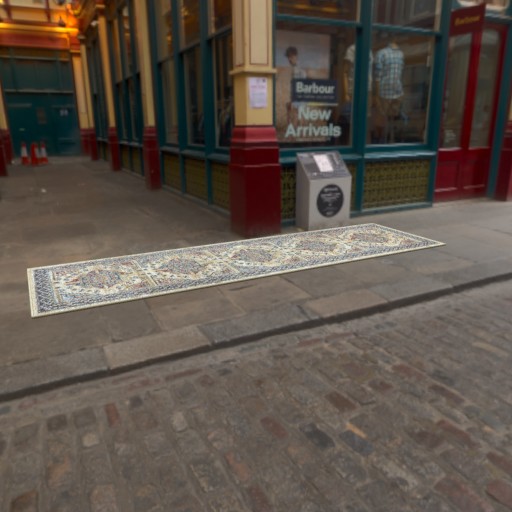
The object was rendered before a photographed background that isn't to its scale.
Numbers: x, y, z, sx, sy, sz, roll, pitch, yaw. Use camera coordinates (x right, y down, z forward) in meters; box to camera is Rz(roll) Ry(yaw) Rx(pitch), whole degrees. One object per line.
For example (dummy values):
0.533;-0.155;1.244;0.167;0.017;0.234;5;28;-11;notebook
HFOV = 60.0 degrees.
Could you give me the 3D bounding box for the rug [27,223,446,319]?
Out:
0.000;0.000;2.497;2.297;0.013;0.661;-9;19;-26;rug
